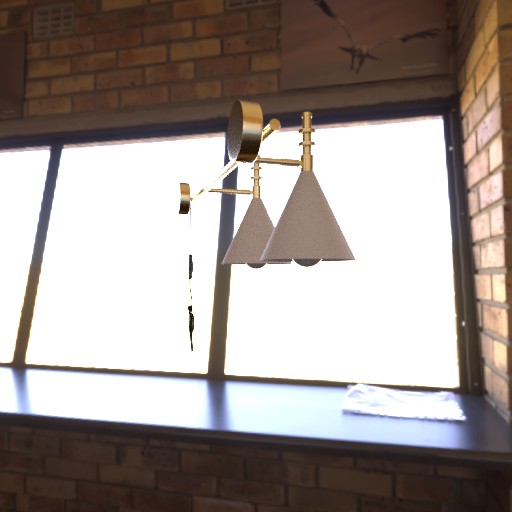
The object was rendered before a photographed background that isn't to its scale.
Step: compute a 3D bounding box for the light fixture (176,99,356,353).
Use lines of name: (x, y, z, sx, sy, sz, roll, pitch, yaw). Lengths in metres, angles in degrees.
light fixture: (0.000, 0.000, 0.867, 0.239, 0.468, 0.642, 1, -3, -18)
